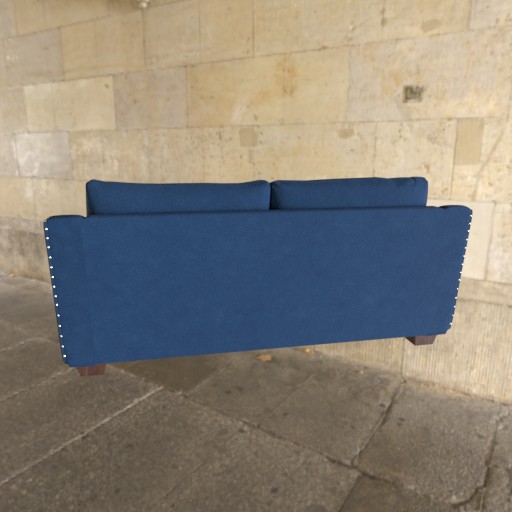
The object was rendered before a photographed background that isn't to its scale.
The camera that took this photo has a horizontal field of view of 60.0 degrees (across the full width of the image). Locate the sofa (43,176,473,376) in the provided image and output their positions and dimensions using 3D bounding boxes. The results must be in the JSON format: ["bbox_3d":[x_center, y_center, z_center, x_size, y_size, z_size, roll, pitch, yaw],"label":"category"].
[{"bbox_3d":[0.000,0.000,2.714,2.107,0.983,1.104,-3,13,-11],"label":"sofa"}]
